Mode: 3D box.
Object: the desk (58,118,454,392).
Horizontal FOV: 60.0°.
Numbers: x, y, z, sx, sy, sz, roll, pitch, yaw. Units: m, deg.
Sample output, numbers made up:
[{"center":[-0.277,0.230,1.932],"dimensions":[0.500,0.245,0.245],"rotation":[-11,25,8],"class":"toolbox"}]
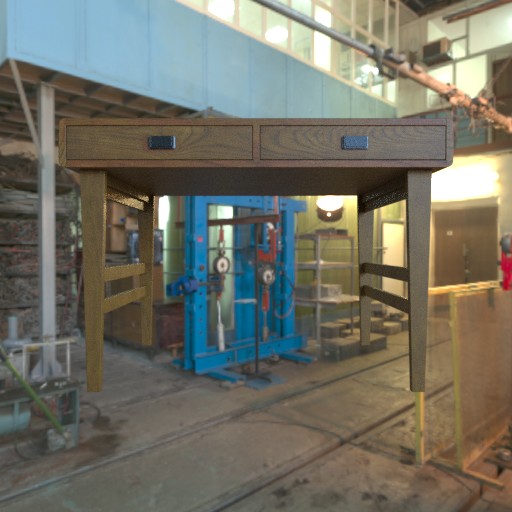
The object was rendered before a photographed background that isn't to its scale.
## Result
[{"center":[0.000,0.000,1.526],"dimensions":[1.066,0.754,0.660],"rotation":[0,1,0],"class":"desk"}]
